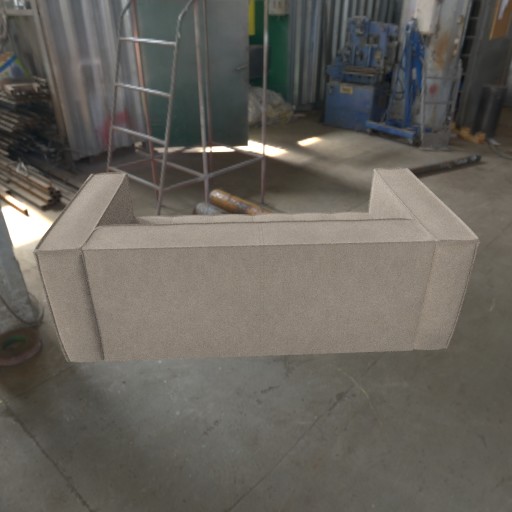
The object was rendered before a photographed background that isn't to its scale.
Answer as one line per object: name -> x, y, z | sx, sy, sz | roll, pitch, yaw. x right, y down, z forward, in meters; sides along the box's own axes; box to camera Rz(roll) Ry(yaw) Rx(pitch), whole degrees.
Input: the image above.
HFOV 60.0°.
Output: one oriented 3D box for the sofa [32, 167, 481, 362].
sofa -> 0.000, 0.000, 2.499 | 1.995, 0.680, 1.038 | -1, 30, -3
